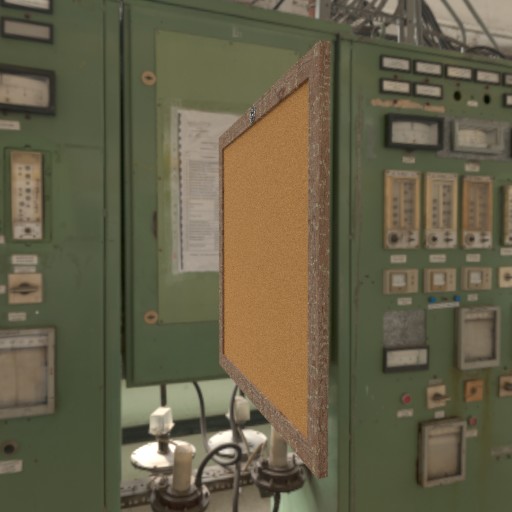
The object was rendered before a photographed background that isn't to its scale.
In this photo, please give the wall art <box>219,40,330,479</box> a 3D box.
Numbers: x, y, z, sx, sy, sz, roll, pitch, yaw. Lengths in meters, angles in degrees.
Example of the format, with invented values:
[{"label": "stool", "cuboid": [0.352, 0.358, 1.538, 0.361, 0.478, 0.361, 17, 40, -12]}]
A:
[{"label": "wall art", "cuboid": [0.000, 0.000, 0.571, 0.012, 0.384, 0.384, -1, 2, -18]}]
